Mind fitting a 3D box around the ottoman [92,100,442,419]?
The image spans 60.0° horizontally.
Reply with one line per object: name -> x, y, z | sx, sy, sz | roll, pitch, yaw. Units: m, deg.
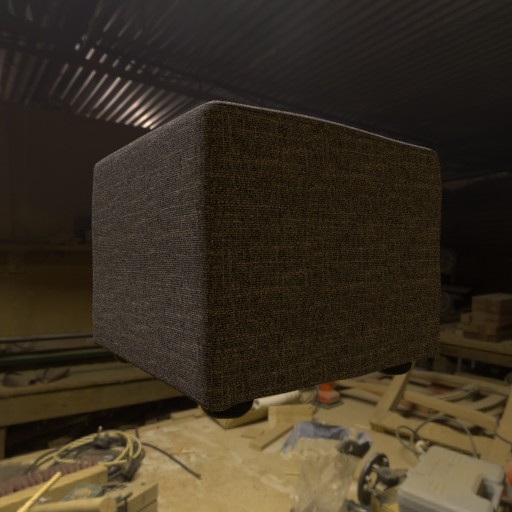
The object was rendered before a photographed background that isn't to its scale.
ottoman -> 0.000, 0.000, 0.893 | 0.512, 0.453, 0.521 | 0, 1, -36
